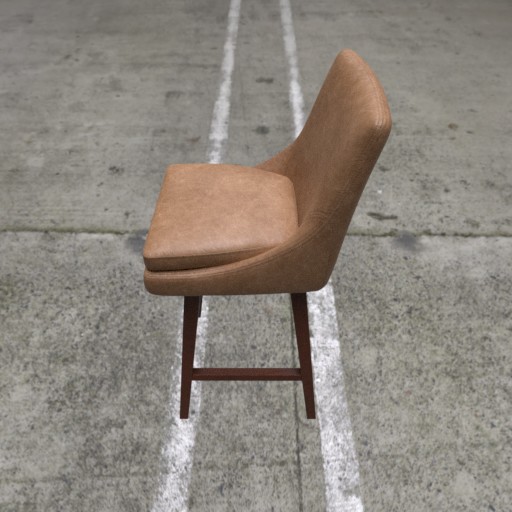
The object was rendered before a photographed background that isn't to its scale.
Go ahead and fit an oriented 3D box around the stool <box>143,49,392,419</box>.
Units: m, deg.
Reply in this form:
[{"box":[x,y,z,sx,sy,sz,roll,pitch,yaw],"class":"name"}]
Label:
[{"box":[0.000,0.000,1.358,0.572,1.079,0.487,0,42,0],"class":"stool"}]
